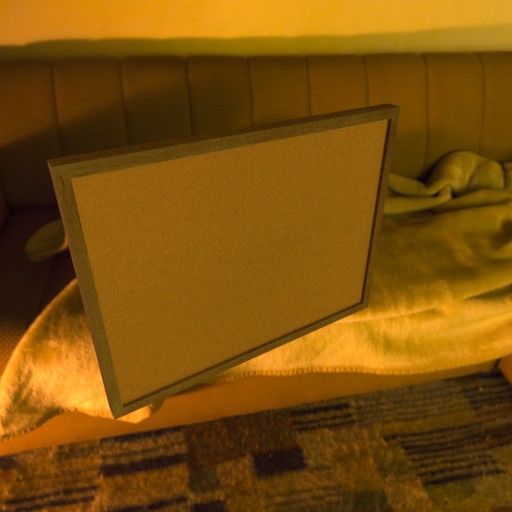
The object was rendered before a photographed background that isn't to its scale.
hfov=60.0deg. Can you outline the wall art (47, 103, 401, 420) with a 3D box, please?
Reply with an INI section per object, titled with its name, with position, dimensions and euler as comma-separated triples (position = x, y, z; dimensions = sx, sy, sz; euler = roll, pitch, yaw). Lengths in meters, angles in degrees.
[wall art]
position = 0.000, 0.000, 1.760
dimensions = 1.320, 1.009, 0.070
euler = -18, 35, -27
